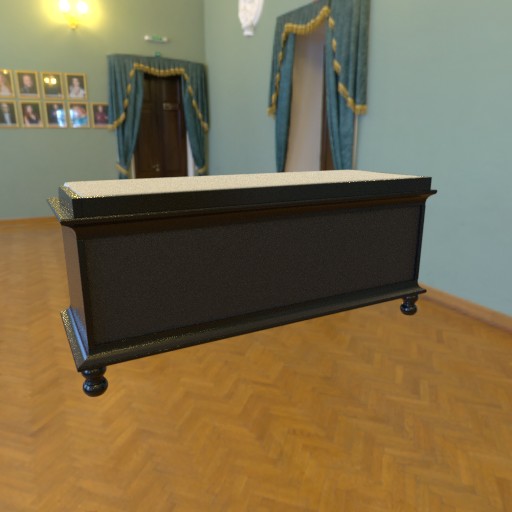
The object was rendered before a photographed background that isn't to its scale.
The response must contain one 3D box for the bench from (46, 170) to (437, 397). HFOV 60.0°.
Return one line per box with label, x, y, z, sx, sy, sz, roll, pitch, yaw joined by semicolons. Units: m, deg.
bench;0.000;0.000;1.455;1.185;0.501;0.402;-8;17;-27
